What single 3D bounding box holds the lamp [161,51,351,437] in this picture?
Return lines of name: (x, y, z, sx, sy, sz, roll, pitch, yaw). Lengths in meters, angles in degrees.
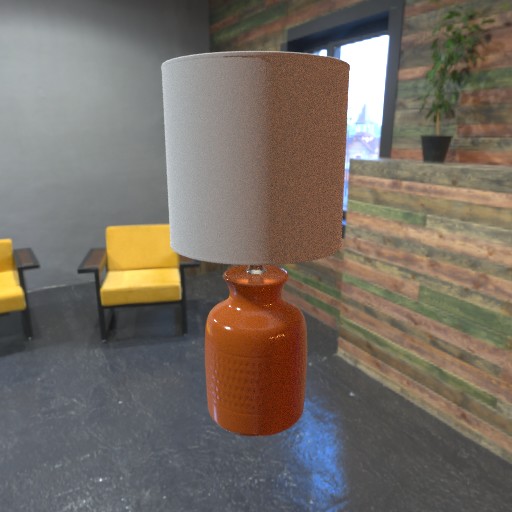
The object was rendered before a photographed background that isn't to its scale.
lamp: (0.000, 0.000, 1.108, 0.418, 0.871, 0.418, -8, 17, -27)
